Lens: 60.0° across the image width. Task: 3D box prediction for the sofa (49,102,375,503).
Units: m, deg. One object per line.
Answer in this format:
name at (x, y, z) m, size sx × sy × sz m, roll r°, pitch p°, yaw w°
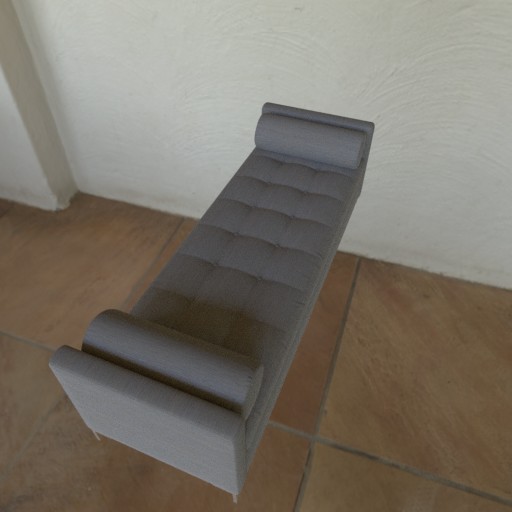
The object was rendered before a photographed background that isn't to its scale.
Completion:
sofa at (0.000, 0.000, 2.218) m, size 0.686 × 0.635 × 1.981 m, roll 16°, pitch 48°, yaw 15°
